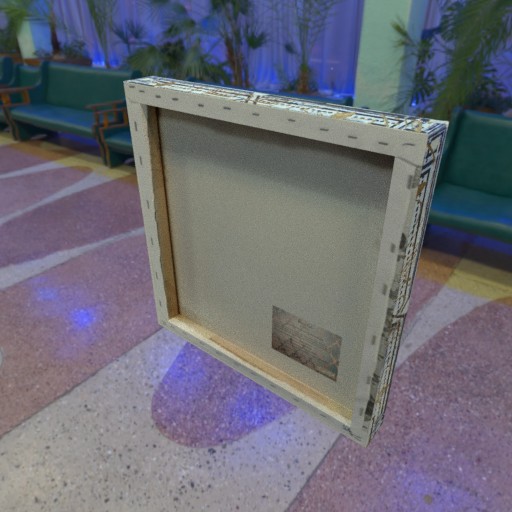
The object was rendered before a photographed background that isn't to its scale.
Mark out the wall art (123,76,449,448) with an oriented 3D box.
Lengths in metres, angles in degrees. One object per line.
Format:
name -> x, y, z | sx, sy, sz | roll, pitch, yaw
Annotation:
wall art -> 0.000, 0.000, 0.445 | 0.302, 0.306, 0.038 | 22, 37, 32
